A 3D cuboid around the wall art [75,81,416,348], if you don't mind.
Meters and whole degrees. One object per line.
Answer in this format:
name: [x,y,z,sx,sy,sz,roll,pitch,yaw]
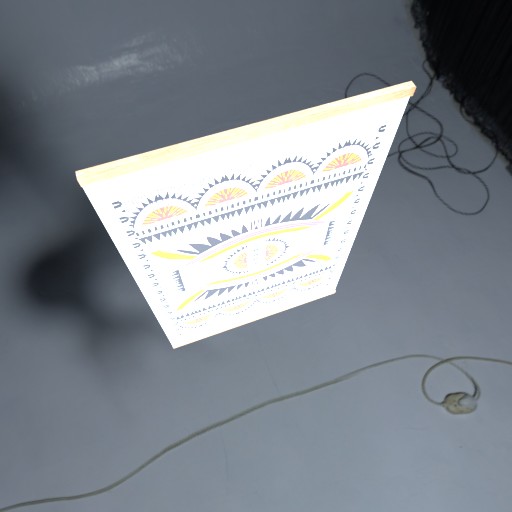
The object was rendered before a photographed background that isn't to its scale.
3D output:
wall art: [0.000,0.000,1.914,0.999,1.533,0.028,-18,63,-9]
